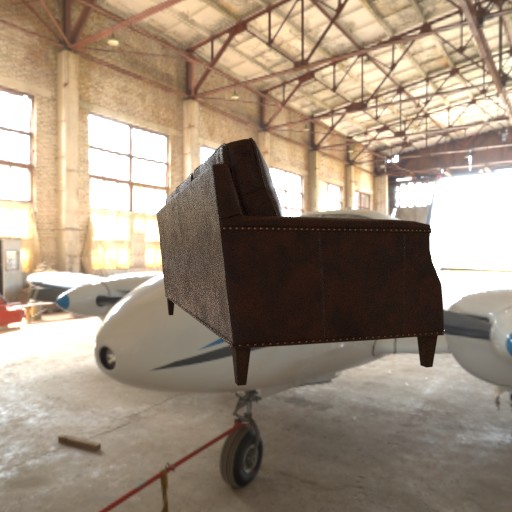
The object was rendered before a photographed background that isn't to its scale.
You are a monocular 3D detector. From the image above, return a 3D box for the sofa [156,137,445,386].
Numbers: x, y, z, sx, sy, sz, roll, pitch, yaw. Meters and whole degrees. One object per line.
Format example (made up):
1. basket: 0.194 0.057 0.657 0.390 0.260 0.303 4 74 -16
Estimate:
1. sofa: 0.000 0.000 2.875 1.084 1.003 2.240 0 0 -18
